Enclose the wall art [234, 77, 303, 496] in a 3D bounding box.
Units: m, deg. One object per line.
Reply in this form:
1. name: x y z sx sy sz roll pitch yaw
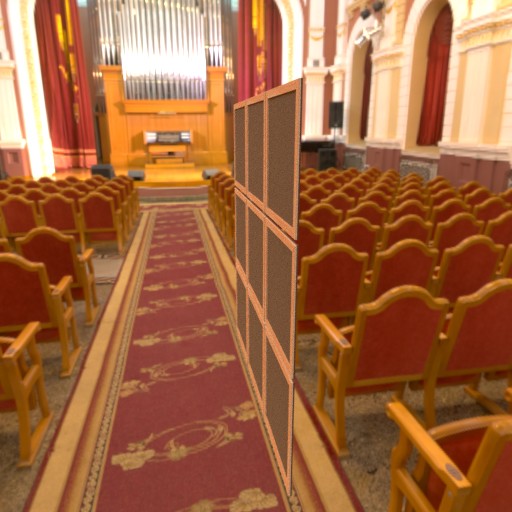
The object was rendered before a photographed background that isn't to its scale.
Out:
1. wall art: 0.000 0.000 2.240 0.013 1.525 1.520 -3 16 -10
